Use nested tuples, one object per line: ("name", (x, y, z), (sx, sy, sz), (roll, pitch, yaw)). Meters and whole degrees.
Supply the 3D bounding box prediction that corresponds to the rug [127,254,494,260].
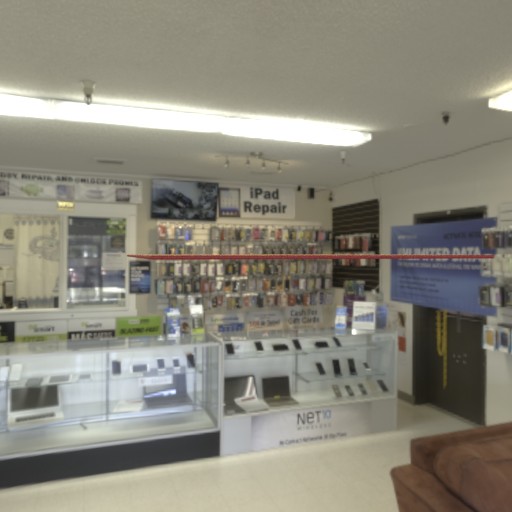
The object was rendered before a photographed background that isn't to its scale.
("rug", (0.000, 0.000, 2.243), (1.194, 0.013, 1.802), (0, 0, -18))
